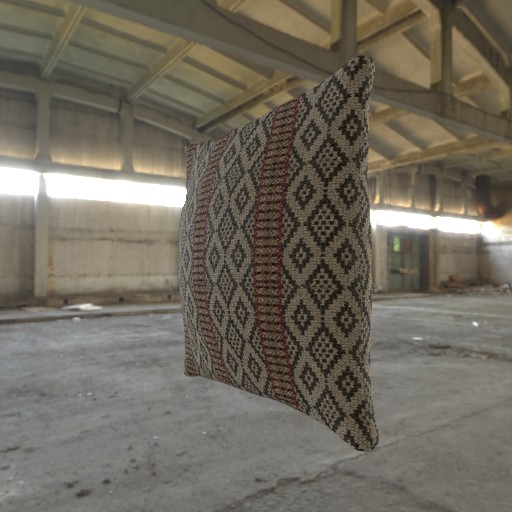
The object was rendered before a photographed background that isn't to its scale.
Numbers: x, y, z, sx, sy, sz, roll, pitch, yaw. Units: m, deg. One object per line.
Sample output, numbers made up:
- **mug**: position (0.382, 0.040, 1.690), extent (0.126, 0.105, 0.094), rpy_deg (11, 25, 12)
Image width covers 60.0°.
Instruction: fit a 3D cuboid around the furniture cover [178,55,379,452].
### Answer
- **furniture cover**: position (0.000, 0.000, 0.765), extent (0.182, 0.506, 0.503), rpy_deg (1, -2, -36)
